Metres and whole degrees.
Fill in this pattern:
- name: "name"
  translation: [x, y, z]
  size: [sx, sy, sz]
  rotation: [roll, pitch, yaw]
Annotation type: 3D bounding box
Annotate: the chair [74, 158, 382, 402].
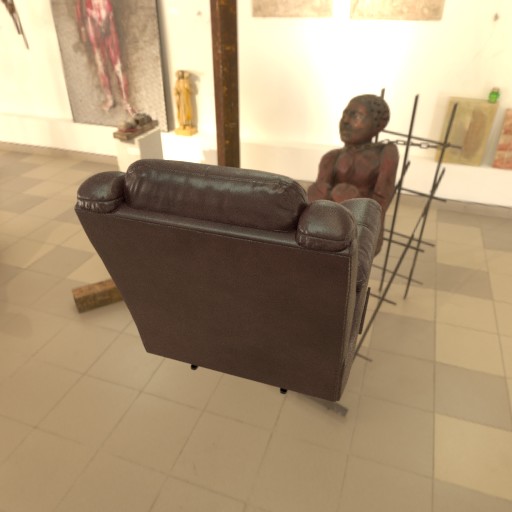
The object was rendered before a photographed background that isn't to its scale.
- name: "chair"
  translation: [0.000, 0.000, 1.934]
  size: [0.990, 1.093, 1.041]
  rotation: [10, 34, 16]
